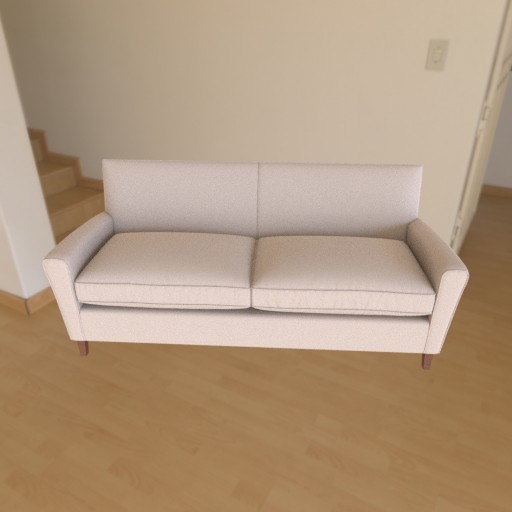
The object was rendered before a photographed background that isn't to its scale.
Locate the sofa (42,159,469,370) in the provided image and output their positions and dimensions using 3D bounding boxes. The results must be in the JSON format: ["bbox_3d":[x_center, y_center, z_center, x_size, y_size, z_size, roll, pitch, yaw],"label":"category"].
[{"bbox_3d":[0.000,0.000,2.485,2.000,0.846,0.875,2,29,3],"label":"sofa"}]
